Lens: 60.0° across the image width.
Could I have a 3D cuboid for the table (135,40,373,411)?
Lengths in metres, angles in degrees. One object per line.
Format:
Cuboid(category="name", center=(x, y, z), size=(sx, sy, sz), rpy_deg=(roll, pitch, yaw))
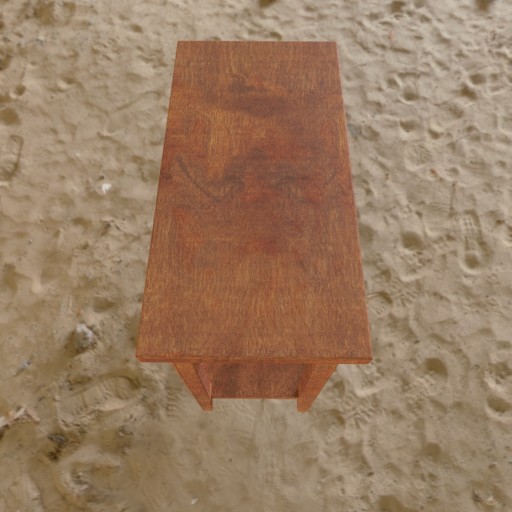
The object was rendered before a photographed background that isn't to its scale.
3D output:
Cuboid(category="table", center=(0.000, 0.000, 0.976), size=(0.305, 0.610, 0.610), rpy_deg=(0, 63, 0))
